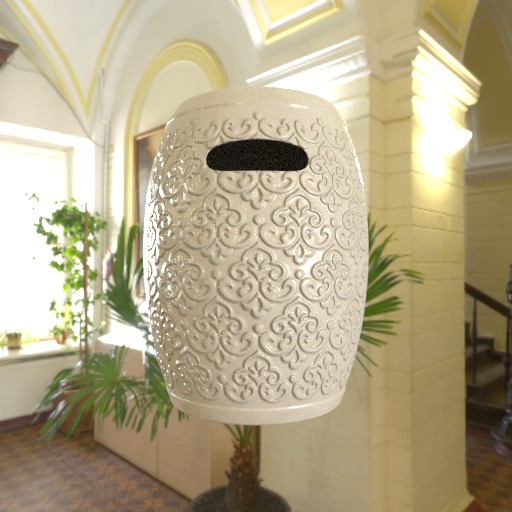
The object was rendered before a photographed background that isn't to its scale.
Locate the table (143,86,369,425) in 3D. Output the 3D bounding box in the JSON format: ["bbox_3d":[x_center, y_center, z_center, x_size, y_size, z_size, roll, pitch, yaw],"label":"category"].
[{"bbox_3d":[0.000,0.000,0.628,0.309,0.397,0.309,0,-1,0],"label":"table"}]
